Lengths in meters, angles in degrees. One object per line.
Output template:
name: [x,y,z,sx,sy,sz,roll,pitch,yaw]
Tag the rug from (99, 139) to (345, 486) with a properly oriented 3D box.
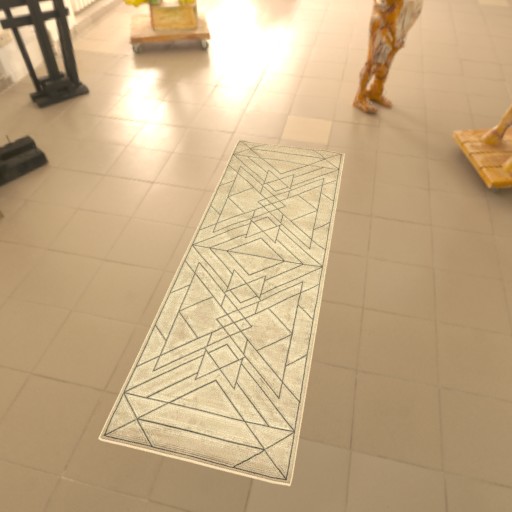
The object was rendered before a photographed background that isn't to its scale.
rug: [0.000,0.000,2.606,0.831,0.036,2.381,10,47,9]
